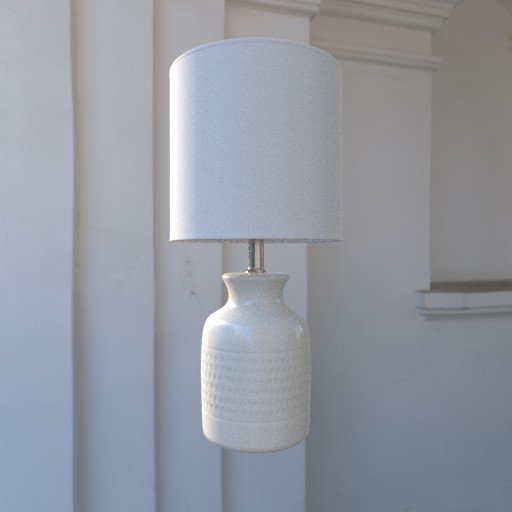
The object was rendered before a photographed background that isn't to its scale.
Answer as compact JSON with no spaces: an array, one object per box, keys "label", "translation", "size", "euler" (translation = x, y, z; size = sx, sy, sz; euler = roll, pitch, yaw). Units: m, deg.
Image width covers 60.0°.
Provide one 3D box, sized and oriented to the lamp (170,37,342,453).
[{"label":"lamp","translation":[0.000,0.000,0.492],"size":[0.188,0.392,0.188],"euler":[0,0,0]}]
